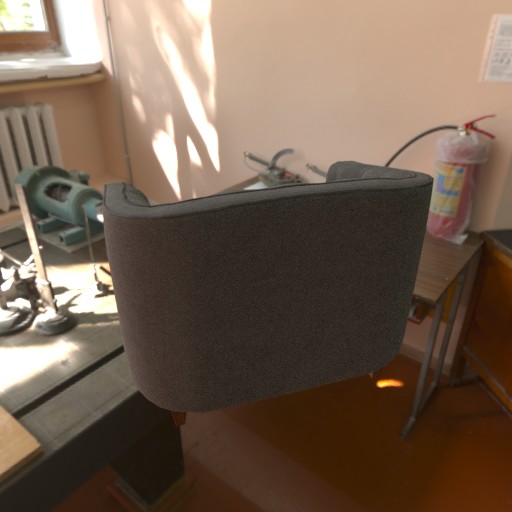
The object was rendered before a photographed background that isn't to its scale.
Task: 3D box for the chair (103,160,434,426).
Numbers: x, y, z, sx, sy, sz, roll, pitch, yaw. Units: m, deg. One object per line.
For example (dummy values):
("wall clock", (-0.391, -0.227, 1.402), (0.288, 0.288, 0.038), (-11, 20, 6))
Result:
("chair", (0.000, 0.000, 1.775), (1.104, 0.852, 0.941), (-8, 29, -15))
